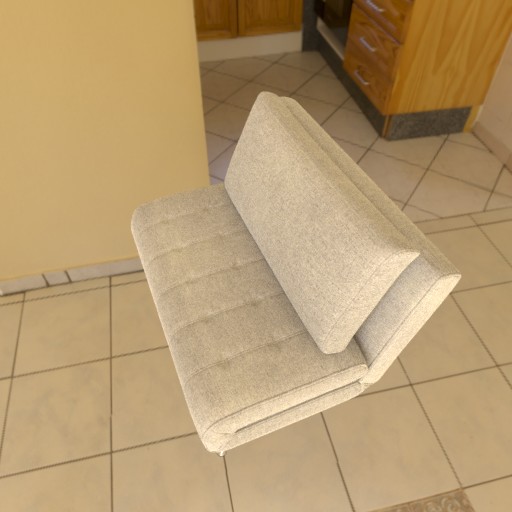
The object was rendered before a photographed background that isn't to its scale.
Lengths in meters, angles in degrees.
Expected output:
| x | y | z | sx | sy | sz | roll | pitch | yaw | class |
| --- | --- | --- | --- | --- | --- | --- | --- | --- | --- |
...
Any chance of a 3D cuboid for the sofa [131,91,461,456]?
| x | y | z | sx | sy | sz | roll | pitch | yaw | class |
| --- | --- | --- | --- | --- | --- | --- | --- | --- | --- |
| 0.000 | 0.000 | 1.889 | 0.910 | 0.910 | 1.220 | -17 | 49 | -15 | sofa |
